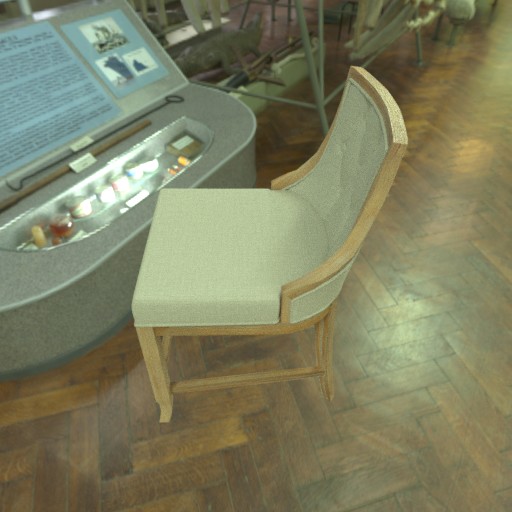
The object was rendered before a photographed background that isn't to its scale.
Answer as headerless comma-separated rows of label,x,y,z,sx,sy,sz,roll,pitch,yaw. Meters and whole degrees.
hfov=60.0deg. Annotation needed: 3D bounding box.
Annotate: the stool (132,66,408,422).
stool,0.000,0.000,1.303,0.626,0.938,0.524,-1,41,-1
